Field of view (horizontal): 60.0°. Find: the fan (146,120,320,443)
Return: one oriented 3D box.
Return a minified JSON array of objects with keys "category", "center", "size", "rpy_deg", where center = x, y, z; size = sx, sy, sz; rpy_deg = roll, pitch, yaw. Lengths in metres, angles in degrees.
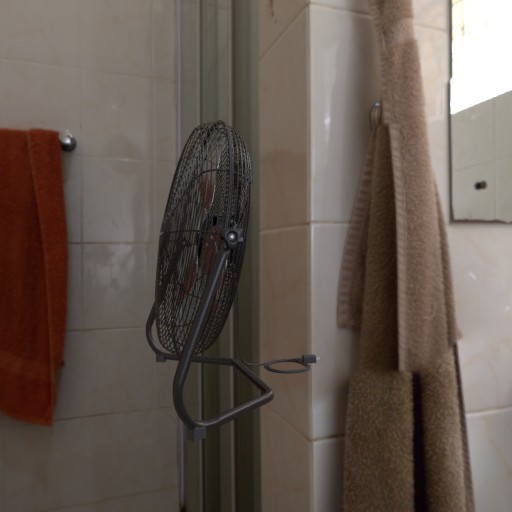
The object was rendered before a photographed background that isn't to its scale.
[{"category":"fan","center":[0.000,0.000,0.953],"size":[0.424,0.546,0.555],"rpy_deg":[0,0,-18]}]
